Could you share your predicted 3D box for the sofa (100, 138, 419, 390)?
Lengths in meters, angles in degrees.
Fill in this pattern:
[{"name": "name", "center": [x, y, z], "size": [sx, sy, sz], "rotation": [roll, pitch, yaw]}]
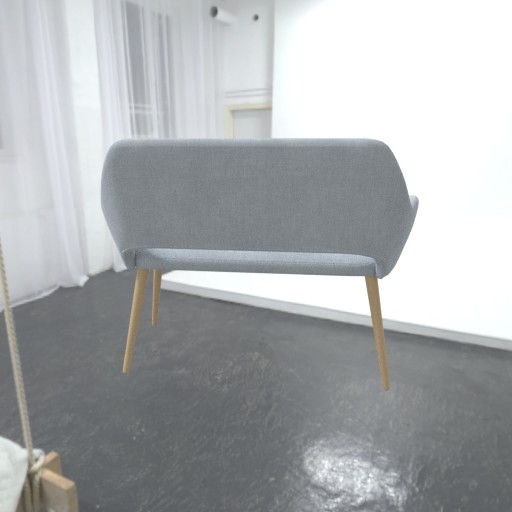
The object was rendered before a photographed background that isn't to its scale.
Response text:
[{"name": "sofa", "center": [0.000, 0.000, 1.645], "size": [1.150, 0.840, 0.610], "rotation": [2, 14, 7]}]
